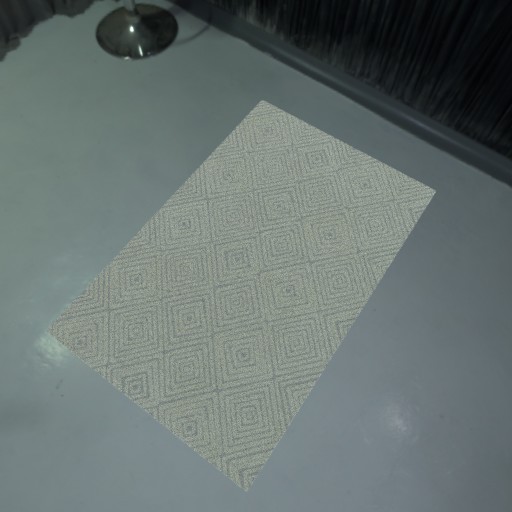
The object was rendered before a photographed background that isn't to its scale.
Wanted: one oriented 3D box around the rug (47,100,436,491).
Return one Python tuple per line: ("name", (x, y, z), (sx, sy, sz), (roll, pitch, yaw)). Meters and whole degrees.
("rug", (0.000, 0.000, 2.223), (1.143, 0.008, 1.753), (32, 68, 14))
